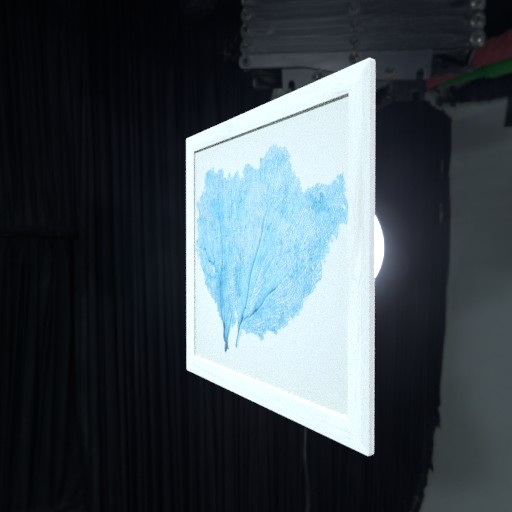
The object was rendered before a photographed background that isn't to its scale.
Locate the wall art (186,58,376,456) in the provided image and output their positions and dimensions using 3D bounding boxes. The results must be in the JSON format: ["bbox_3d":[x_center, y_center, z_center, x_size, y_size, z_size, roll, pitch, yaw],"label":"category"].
[{"bbox_3d":[0.000,0.000,0.888,0.013,0.584,0.584,-1,1,-36],"label":"wall art"}]
